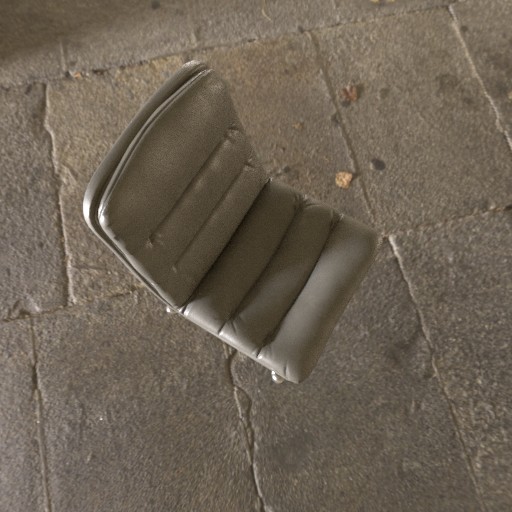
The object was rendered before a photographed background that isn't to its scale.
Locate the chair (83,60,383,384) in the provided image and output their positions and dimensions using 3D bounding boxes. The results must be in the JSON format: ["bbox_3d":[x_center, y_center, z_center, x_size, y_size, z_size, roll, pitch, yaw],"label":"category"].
[{"bbox_3d":[0.000,0.000,1.036,0.485,0.738,0.422,31,76,8],"label":"chair"}]
